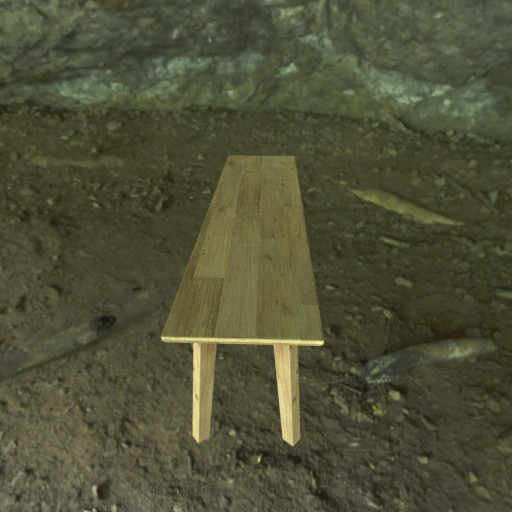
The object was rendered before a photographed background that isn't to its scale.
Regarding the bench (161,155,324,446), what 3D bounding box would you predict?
[{"bbox_3d":[0.000,0.000,1.876,0.378,0.431,1.698,1,27,2],"label":"bench"}]
